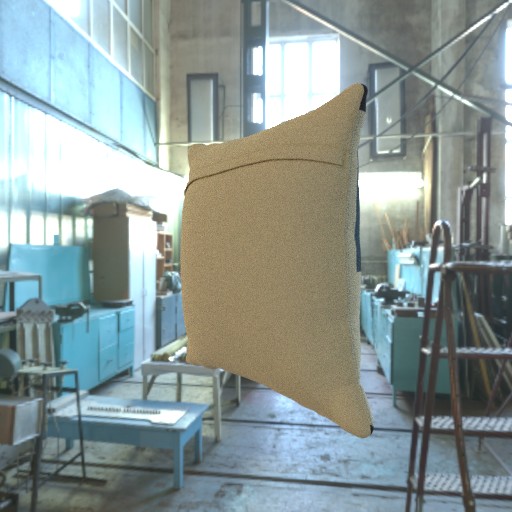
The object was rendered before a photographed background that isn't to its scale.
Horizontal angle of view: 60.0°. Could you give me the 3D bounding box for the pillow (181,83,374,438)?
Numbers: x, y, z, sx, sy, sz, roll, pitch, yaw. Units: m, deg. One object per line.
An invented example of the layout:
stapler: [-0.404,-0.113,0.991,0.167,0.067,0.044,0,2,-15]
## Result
pillow: [0.000,0.000,0.824,0.229,0.506,0.536,0,1,-36]
